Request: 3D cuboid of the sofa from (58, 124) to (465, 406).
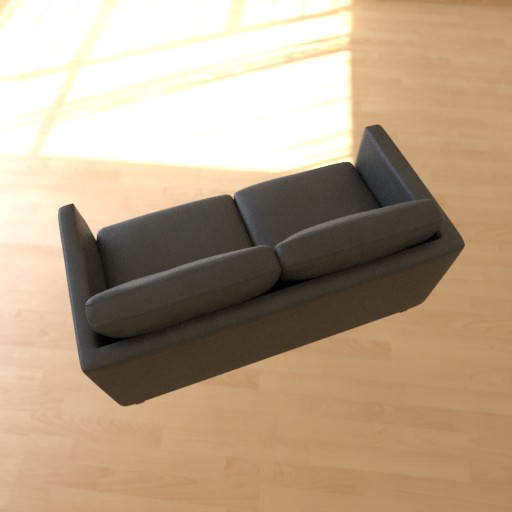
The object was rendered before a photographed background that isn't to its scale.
[{"bbox_3d":[0.000,0.000,2.467,1.883,0.933,0.951,-17,60,-10],"label":"sofa"}]
